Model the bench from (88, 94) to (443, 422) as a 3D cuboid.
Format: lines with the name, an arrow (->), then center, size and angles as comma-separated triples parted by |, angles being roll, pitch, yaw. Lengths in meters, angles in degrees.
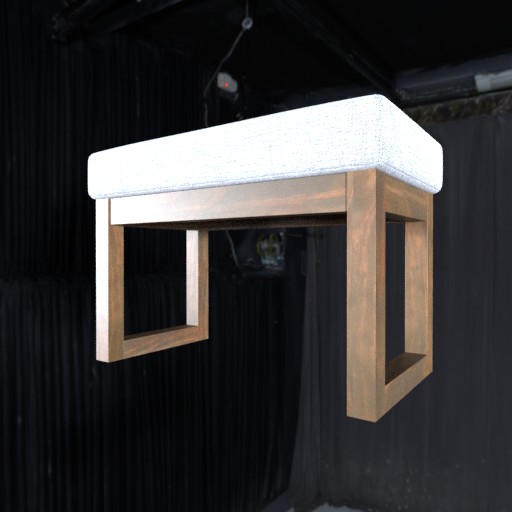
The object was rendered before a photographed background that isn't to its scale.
bench -> 0.000, 0.000, 0.946 | 0.681, 0.467, 0.366 | 0, 1, 35
